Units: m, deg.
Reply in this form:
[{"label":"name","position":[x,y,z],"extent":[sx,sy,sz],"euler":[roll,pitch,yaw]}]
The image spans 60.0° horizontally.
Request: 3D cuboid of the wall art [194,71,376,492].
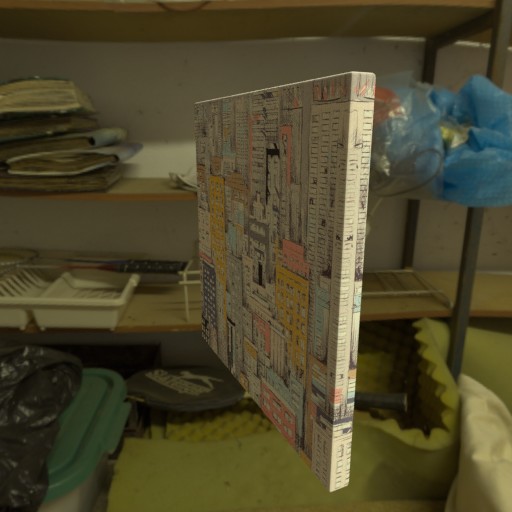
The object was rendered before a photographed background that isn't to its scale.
[{"label":"wall art","position":[0.000,0.000,0.876],"extent":[0.038,0.608,0.607],"euler":[-7,17,-25]}]
